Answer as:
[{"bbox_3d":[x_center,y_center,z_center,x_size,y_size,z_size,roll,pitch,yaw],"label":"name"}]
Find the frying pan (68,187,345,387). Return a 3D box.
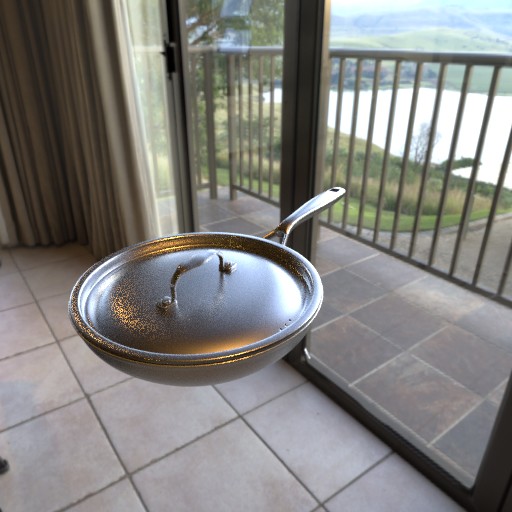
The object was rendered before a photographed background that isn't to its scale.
[{"bbox_3d":[0.000,0.000,0.575,0.272,0.086,0.490,18,32,31],"label":"frying pan"}]
